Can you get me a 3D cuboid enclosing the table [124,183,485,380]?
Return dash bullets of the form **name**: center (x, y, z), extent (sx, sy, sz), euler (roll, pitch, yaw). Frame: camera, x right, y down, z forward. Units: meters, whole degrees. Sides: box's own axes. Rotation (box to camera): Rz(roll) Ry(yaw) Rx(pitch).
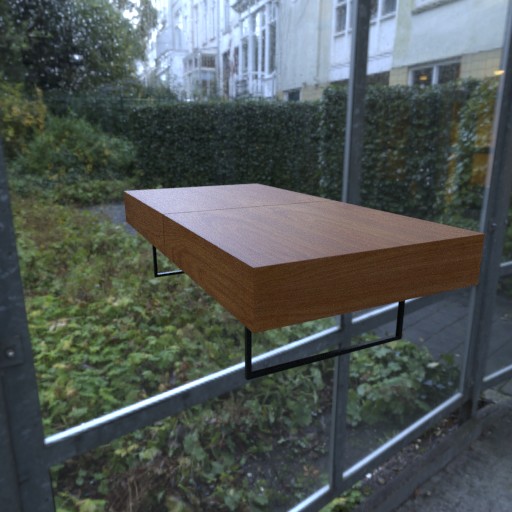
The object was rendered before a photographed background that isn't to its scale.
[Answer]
- **table**: center (0.000, 0.000, 1.472), extent (0.610, 0.330, 1.194), euler (-8, 17, -26)
